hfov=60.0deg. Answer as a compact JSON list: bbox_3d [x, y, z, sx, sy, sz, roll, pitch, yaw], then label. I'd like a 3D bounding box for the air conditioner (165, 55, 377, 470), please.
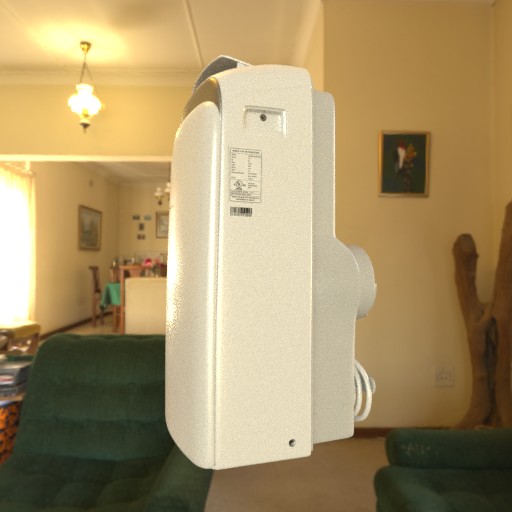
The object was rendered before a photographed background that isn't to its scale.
[{"bbox_3d":[0.000,0.000,1.045,0.414,0.786,0.449,0,0,-17],"label":"air conditioner"}]
